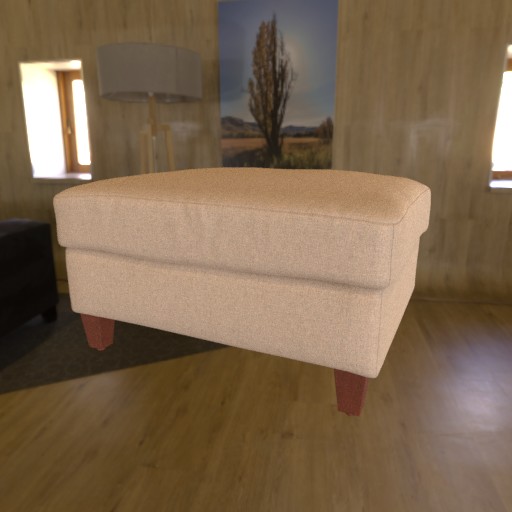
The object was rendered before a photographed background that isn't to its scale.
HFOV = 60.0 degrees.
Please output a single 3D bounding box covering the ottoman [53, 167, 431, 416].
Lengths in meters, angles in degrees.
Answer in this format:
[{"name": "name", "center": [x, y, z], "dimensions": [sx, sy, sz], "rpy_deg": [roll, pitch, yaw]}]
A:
[{"name": "ottoman", "center": [0.000, 0.000, 1.320], "dimensions": [0.902, 0.511, 0.692], "rpy_deg": [7, 16, 25]}]
